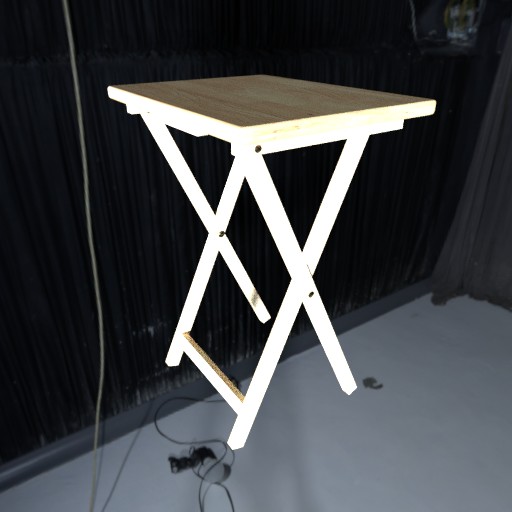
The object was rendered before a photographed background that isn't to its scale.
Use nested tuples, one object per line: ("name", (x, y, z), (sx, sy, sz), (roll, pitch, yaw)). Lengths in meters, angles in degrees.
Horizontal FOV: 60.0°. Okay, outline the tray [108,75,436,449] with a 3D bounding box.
("tray", (0.000, 0.000, 0.944), (0.381, 0.660, 0.483), (-18, 33, -30))
